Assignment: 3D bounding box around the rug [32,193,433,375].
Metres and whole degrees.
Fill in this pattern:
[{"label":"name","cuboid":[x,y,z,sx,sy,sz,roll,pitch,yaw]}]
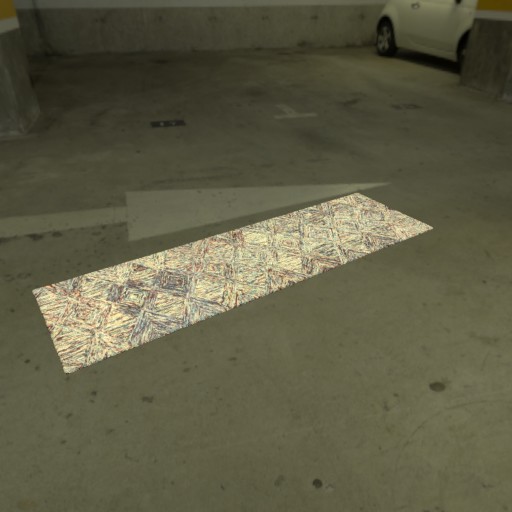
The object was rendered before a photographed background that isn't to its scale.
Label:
[{"label":"rug","cuboid":[0.000,0.000,2.559,2.292,0.015,0.688,-19,36,-28]}]
